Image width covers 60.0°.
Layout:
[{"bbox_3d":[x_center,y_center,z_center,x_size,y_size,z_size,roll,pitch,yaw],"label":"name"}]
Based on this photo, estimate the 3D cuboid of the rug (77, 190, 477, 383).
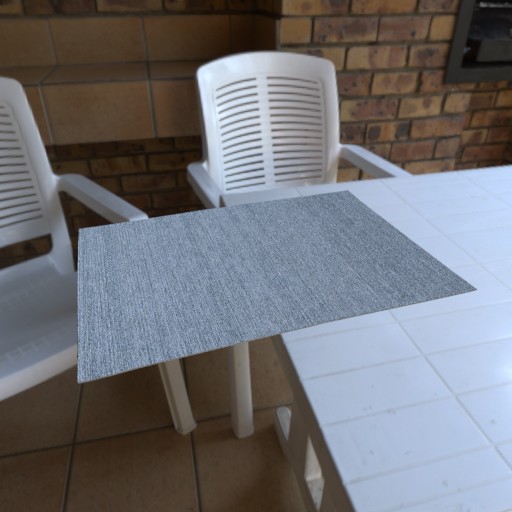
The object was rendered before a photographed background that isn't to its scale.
[{"bbox_3d":[0.000,0.000,3.062,2.338,0.030,1.616,-10,33,-16],"label":"rug"}]
